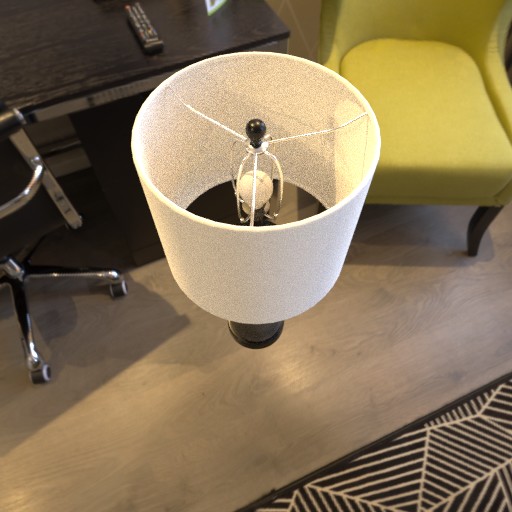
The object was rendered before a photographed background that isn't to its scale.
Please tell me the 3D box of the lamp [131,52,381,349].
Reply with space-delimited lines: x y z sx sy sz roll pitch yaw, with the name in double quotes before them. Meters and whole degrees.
"lamp" 0.000 0.000 0.808 0.305 0.634 0.305 31 64 17
